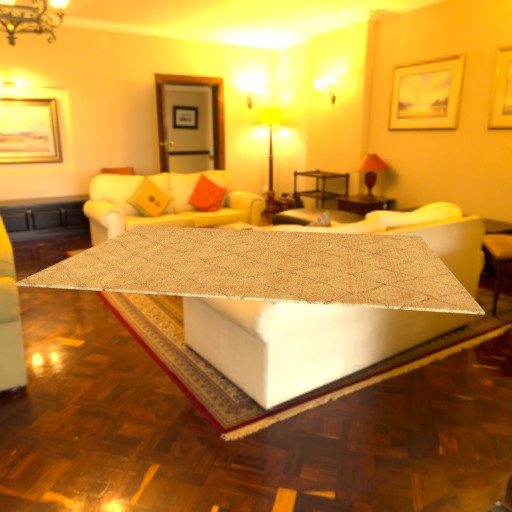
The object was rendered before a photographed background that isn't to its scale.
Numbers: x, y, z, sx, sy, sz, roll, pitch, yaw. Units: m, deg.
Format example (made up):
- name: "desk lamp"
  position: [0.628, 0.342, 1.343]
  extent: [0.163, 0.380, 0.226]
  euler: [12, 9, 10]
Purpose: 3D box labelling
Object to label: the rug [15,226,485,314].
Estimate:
- name: "rug"
  position: [0.000, 0.000, 2.849]
  extent: [2.292, 0.014, 1.528]
  euler: [3, 16, 9]
